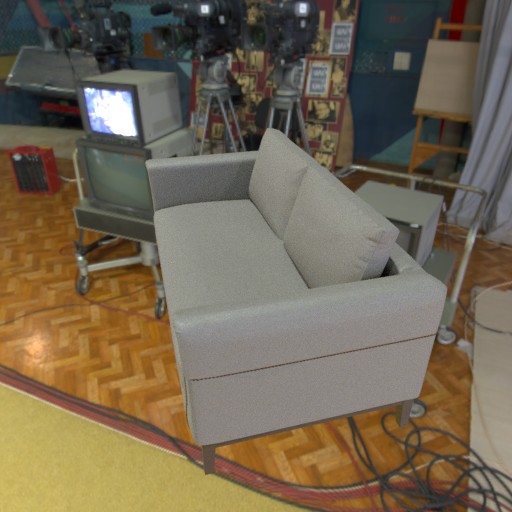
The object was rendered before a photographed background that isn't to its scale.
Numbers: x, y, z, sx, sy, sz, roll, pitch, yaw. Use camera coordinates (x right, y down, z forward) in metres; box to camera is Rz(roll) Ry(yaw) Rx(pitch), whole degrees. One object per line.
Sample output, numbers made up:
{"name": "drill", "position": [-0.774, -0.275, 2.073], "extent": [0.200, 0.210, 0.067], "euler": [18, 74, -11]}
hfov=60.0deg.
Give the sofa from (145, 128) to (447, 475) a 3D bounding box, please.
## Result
{"name": "sofa", "position": [0.000, 0.000, 2.125], "extent": [0.899, 0.873, 1.598], "euler": [-8, 31, -13]}
